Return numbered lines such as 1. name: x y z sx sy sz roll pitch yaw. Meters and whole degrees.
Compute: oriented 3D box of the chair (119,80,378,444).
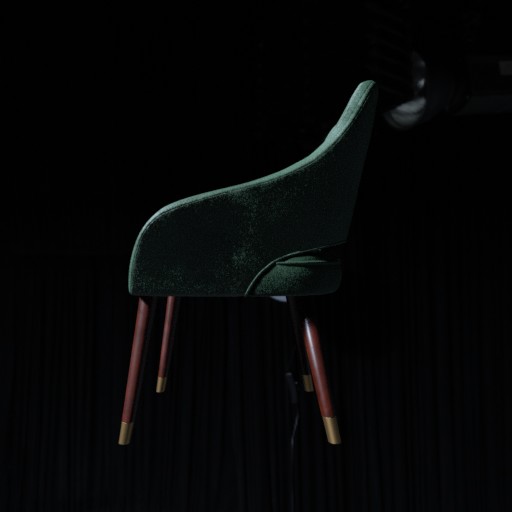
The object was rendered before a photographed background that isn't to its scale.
1. chair: 0.000 0.000 1.550 0.794 1.081 0.683 0 -1 -1
